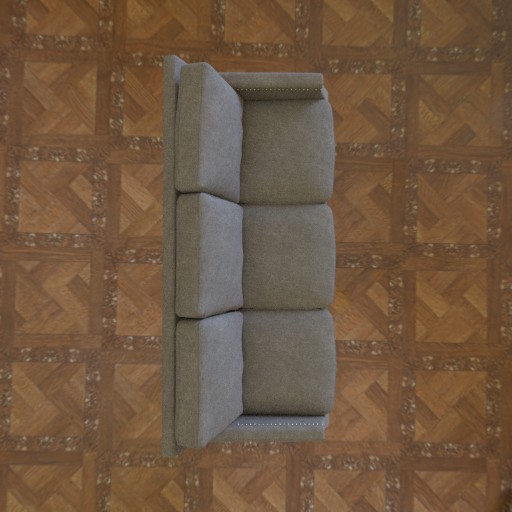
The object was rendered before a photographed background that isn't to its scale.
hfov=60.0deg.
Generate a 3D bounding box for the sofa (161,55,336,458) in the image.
[{"bbox_3d":[0.000,0.000,2.798,1.034,1.042,2.226,0,89,-1],"label":"sofa"}]
